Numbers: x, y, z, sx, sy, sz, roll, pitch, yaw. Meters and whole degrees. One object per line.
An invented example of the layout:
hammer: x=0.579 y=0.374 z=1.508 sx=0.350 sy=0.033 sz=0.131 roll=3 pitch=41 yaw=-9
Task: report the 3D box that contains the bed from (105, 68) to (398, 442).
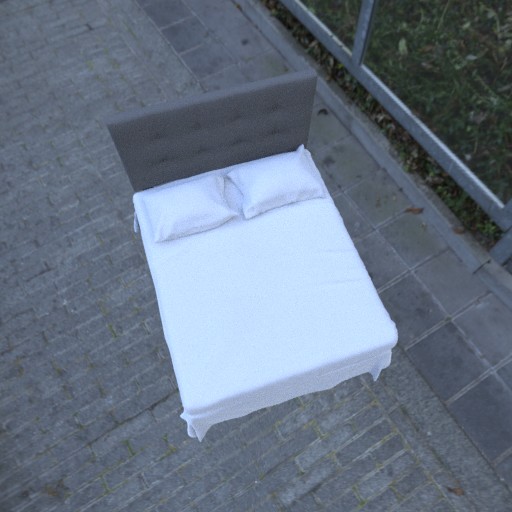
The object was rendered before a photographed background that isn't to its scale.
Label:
bed: x=0.000 y=0.000 z=3.539 sx=1.936 sy=1.577 sz=2.222 roll=-16 pitch=64 yaw=-8
